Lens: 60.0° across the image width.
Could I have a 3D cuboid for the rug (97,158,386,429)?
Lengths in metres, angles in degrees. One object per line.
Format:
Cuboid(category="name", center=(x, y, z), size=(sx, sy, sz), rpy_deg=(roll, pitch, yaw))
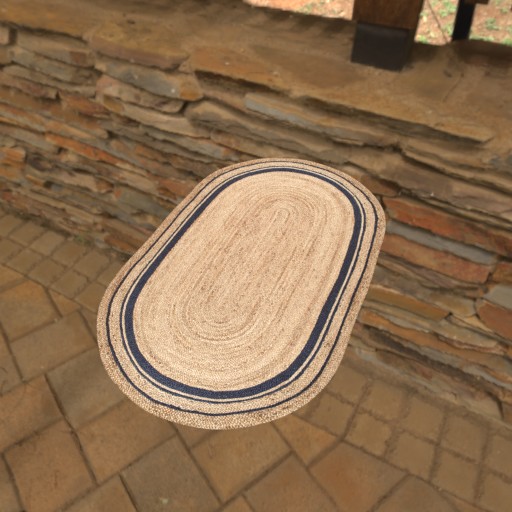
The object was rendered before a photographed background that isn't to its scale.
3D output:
Cuboid(category="rug", center=(0.000, 0.000, 2.979), size=(1.520, 0.006, 2.432), rpy_deg=(18, 48, 16))
